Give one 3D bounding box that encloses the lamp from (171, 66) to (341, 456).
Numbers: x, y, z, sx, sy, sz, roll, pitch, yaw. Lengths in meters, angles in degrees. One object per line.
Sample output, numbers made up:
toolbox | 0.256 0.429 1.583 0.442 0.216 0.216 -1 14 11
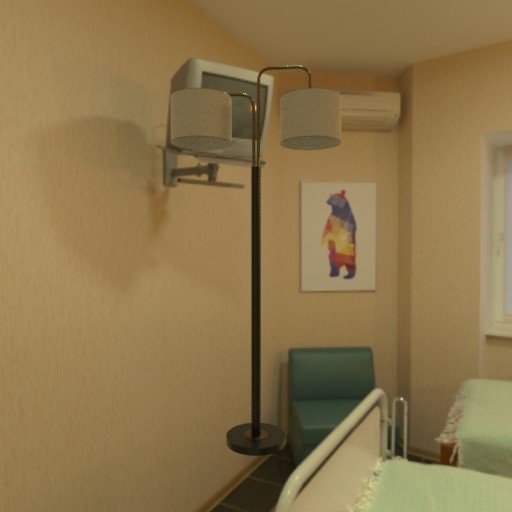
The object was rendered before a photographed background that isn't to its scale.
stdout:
lamp | 0.000 0.000 1.873 0.711 1.587 0.254 0 1 0
